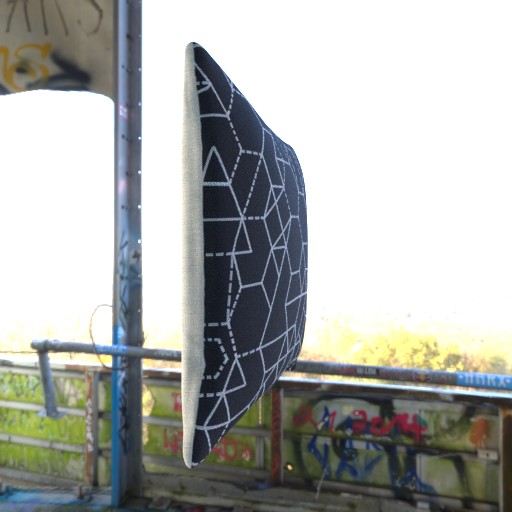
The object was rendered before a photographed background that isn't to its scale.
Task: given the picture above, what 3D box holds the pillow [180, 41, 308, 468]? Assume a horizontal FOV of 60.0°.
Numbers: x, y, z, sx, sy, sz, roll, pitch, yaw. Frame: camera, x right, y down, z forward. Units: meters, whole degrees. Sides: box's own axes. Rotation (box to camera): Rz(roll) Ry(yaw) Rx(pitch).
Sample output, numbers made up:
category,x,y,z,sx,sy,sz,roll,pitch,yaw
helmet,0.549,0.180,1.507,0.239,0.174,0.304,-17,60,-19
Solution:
category,x,y,z,sx,sy,sz,roll,pitch,yaw
pillow,0.000,0.000,0.769,0.158,0.508,0.517,0,-1,18
